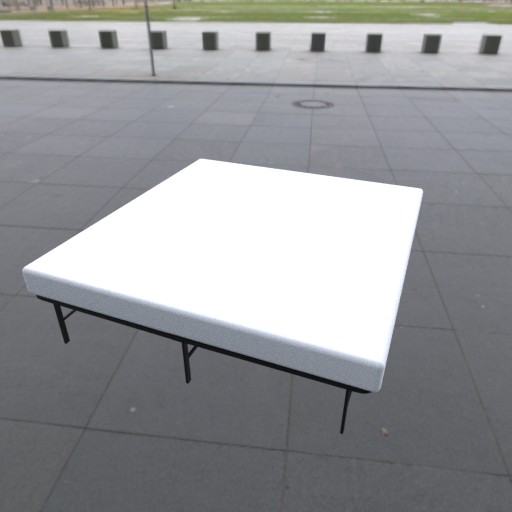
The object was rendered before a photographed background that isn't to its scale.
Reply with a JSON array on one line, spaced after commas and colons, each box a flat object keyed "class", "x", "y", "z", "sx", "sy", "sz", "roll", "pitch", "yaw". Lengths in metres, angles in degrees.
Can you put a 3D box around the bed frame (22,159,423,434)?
[{"class": "bed frame", "x": 0.000, "y": 0.000, "z": 3.016, "sx": 1.935, "sy": 0.525, "sz": 2.033, "roll": 12, "pitch": 32, "yaw": 19}]
